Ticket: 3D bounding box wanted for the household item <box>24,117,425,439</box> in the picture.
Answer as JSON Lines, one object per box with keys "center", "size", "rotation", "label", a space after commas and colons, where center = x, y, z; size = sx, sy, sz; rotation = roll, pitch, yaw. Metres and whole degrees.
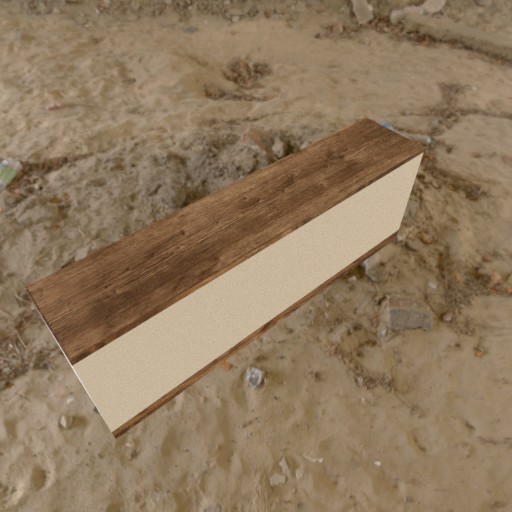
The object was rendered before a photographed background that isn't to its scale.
{"center": [0.000, 0.000, 2.063], "size": [1.800, 0.615, 0.390], "rotation": [-31, 54, -26], "label": "household item"}
